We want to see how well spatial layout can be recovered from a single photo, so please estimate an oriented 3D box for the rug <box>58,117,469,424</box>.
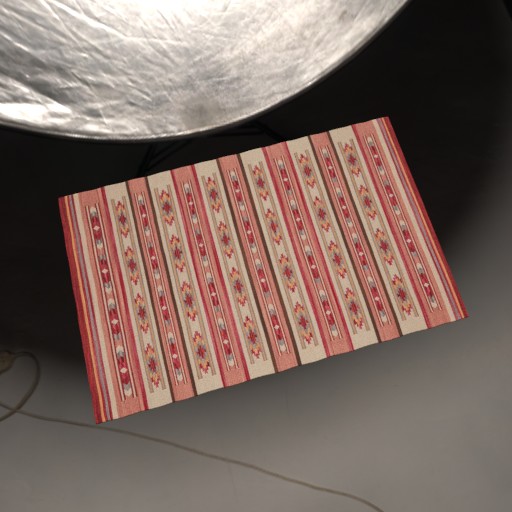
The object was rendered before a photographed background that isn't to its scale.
[{"bbox_3d":[0.000,0.000,2.968,2.431,0.010,1.535,-15,75,-4],"label":"rug"}]
